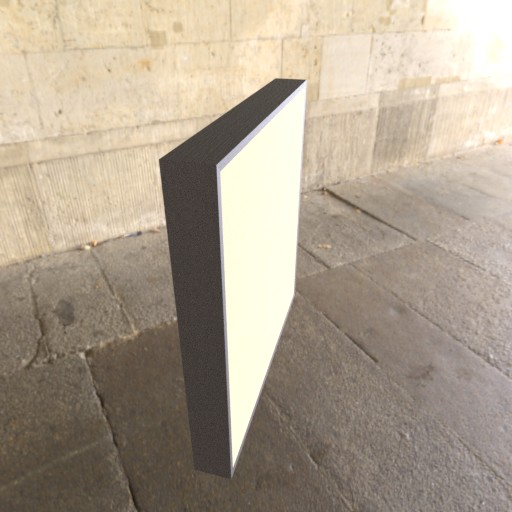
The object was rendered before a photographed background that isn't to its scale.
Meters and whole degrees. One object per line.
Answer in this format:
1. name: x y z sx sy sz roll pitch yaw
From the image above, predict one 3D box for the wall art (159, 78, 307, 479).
1. wall art: 0.000 0.000 0.461 0.036 0.300 0.302 8 32 13
